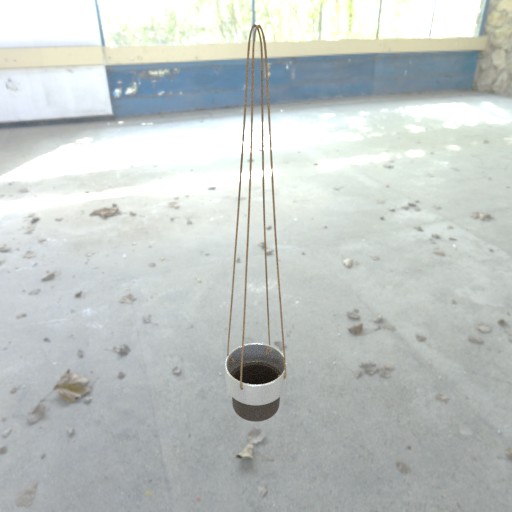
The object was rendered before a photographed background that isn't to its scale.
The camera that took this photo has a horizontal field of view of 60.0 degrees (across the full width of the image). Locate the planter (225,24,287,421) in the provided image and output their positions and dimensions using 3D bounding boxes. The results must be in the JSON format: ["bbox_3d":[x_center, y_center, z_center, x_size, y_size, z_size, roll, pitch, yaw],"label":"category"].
[{"bbox_3d":[0.000,0.000,1.158,0.187,1.073,0.187,-9,30,-16],"label":"planter"}]
